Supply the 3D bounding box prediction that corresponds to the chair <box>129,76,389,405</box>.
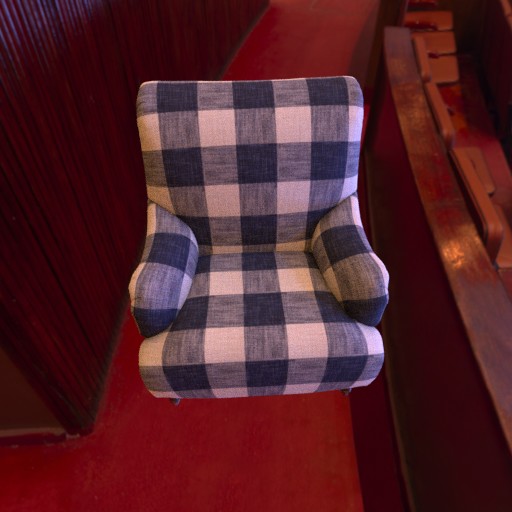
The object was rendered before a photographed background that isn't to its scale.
[{"bbox_3d":[0.000,0.000,1.558,0.781,0.953,0.848,-2,47,-2],"label":"chair"}]
